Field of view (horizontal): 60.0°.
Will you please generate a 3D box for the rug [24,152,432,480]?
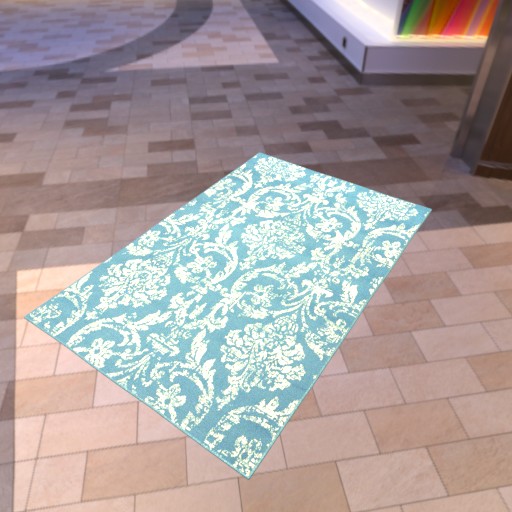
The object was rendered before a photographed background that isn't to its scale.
[{"bbox_3d":[0.000,0.000,2.253,1.211,0.012,1.833,24,47,25],"label":"rug"}]
